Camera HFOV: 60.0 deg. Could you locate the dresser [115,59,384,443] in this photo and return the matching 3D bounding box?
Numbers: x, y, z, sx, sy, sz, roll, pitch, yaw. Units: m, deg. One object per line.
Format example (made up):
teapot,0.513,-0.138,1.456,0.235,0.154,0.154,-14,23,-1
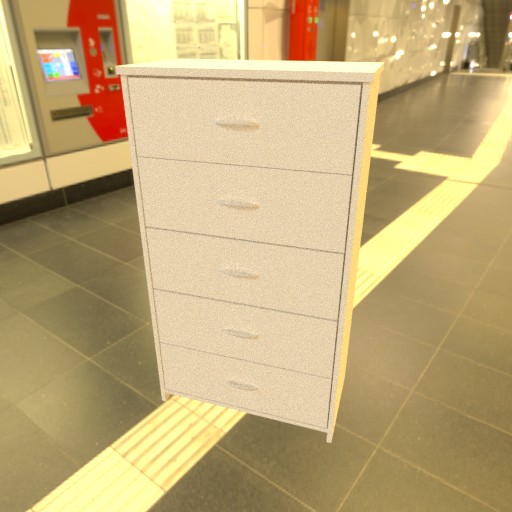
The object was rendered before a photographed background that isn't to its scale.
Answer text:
dresser,0.000,0.000,1.579,0.704,1.255,0.399,8,28,16
